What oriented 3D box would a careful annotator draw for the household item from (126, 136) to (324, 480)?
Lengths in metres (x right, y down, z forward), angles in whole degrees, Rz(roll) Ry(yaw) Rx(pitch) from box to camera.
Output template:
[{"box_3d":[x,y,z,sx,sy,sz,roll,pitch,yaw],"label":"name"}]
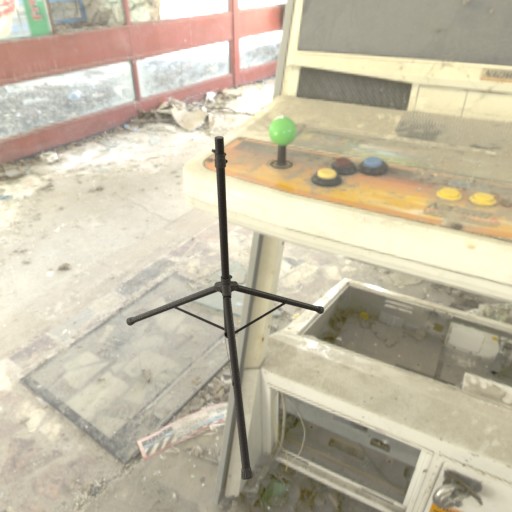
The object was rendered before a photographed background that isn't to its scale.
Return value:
[{"box_3d":[0.000,0.000,2.780,1.339,1.595,1.596,-21,39,-29],"label":"household item"}]
